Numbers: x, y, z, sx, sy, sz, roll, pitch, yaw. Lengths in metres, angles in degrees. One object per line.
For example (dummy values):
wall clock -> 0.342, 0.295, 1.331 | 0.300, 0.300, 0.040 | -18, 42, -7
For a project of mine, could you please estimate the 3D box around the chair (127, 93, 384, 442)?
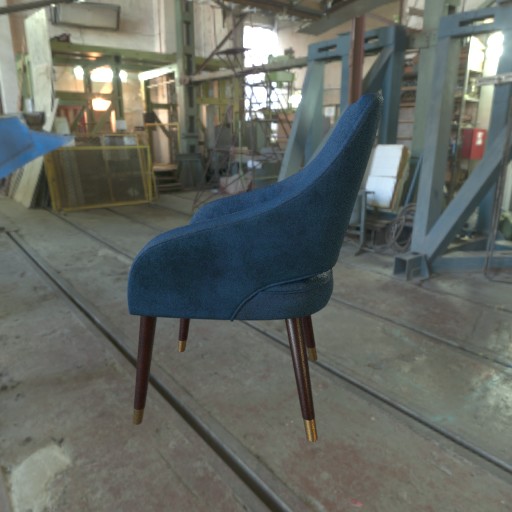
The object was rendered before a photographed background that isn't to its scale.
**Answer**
chair -> 0.000, 0.000, 1.595 | 0.794, 1.081, 0.683 | 2, 16, 7
